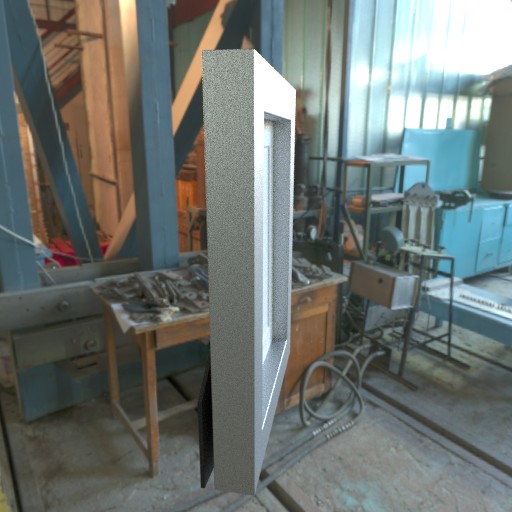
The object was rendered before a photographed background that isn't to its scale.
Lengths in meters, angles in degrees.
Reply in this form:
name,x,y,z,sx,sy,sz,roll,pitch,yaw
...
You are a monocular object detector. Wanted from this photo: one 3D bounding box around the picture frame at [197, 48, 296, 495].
name,x,y,z,sx,sy,sz,roll,pitch,yaw
picture frame,0.000,0.000,0.274,0.028,0.208,0.157,3,15,10
